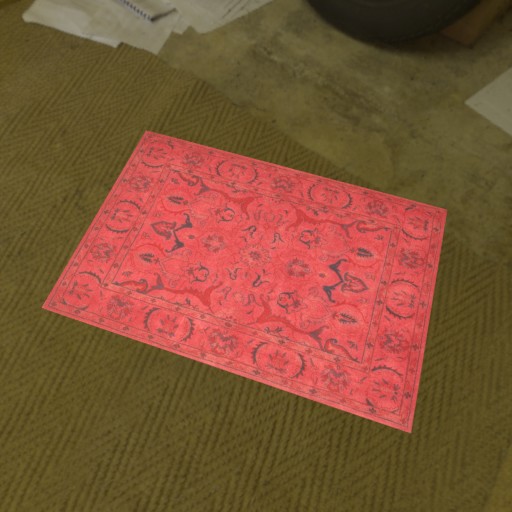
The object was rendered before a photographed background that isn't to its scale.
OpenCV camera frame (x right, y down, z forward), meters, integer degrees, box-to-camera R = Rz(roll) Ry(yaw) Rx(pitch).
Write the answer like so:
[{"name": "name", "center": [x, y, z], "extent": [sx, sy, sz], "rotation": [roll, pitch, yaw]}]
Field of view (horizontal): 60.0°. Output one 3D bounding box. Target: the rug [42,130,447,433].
[{"name": "rug", "center": [0.000, 0.000, 2.306], "extent": [1.814, 0.008, 1.209], "rotation": [17, 64, 8]}]
